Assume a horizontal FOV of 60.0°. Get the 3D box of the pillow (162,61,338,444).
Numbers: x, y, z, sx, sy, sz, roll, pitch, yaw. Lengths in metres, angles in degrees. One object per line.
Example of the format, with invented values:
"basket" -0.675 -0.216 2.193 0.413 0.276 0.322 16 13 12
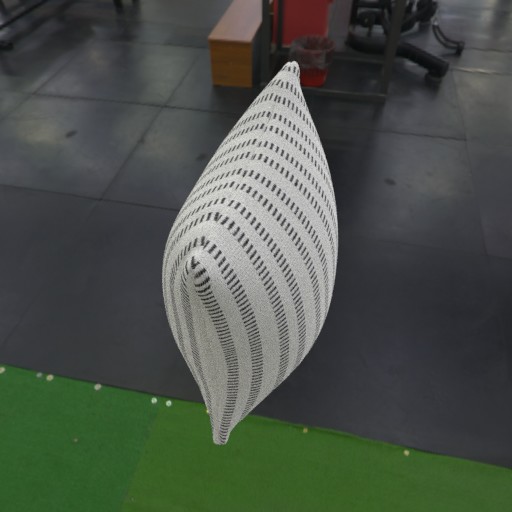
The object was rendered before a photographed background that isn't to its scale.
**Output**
"pillow" 0.000 0.000 0.677 0.247 0.419 0.438 11 48 10
